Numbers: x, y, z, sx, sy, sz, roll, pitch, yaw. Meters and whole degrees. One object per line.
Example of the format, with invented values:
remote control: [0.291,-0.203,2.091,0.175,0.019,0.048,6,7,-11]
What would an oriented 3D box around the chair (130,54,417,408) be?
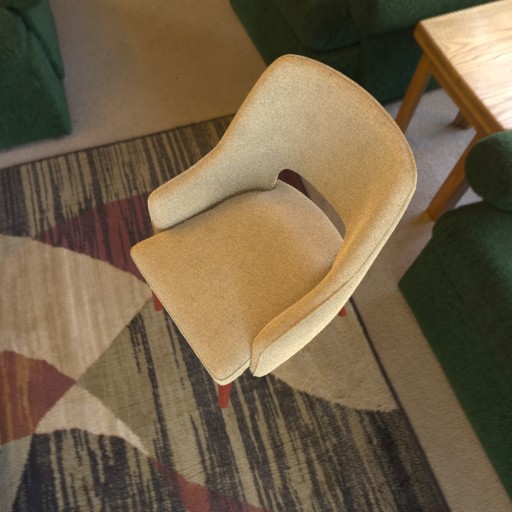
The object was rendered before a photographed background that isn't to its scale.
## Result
chair: [0.000,0.000,1.230,0.605,0.849,0.548,-33,69,-15]
